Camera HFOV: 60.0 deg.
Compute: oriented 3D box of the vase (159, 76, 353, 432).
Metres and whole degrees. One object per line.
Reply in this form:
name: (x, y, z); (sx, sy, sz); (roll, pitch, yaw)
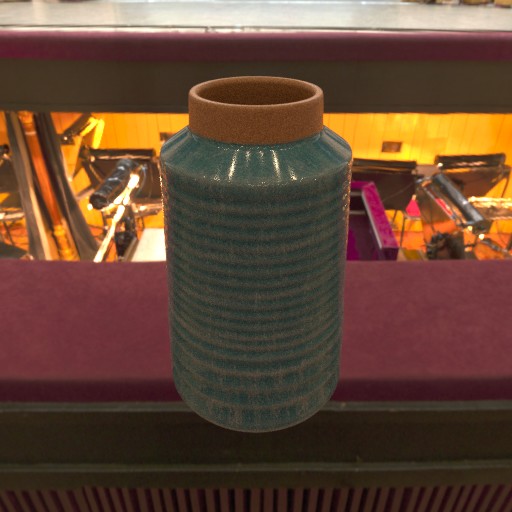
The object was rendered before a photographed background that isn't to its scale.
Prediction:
vase: (0.000, 0.000, 0.371); (0.163, 0.267, 0.163); (0, 33, 0)
